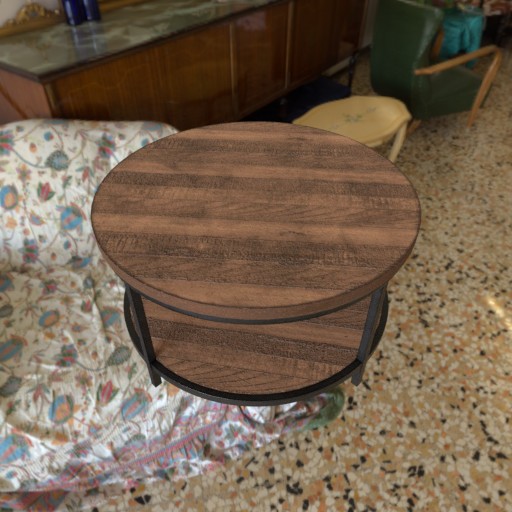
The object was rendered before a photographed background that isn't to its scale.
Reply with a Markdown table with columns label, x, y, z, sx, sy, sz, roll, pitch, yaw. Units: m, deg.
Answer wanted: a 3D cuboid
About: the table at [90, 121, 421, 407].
| label | x | y | z | sx | sy | sz | roll | pitch | yaw |
| --- | --- | --- | --- | --- | --- | --- | --- | --- | --- |
| table | 0.000 | 0.000 | 1.316 | 0.837 | 0.462 | 0.837 | 0 | 41 | 0 |
